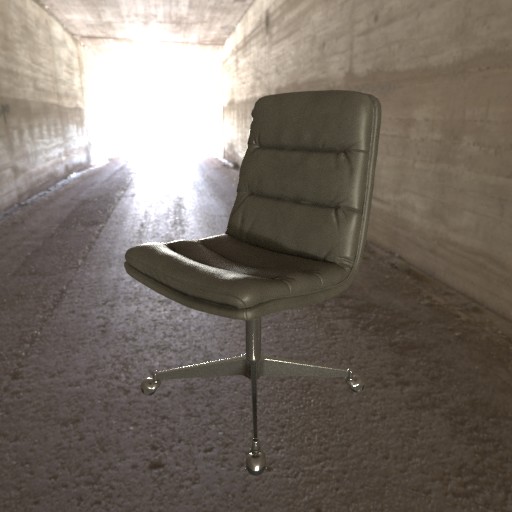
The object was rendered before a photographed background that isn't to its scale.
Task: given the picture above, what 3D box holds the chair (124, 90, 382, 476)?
[{"bbox_3d":[0.000,0.000,1.038,0.422,0.738,0.485,16,24,40],"label":"chair"}]
